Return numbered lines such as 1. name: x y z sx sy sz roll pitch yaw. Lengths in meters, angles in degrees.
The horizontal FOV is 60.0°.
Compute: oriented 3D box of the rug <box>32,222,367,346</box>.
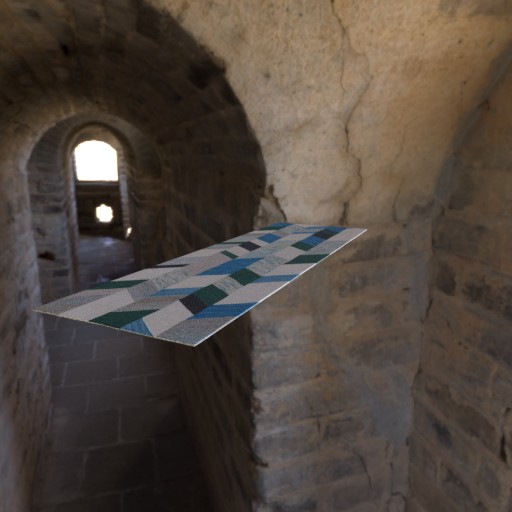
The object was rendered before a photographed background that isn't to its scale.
1. rug: 0.000 0.000 2.643 0.774 0.008 2.437 7 15 26
